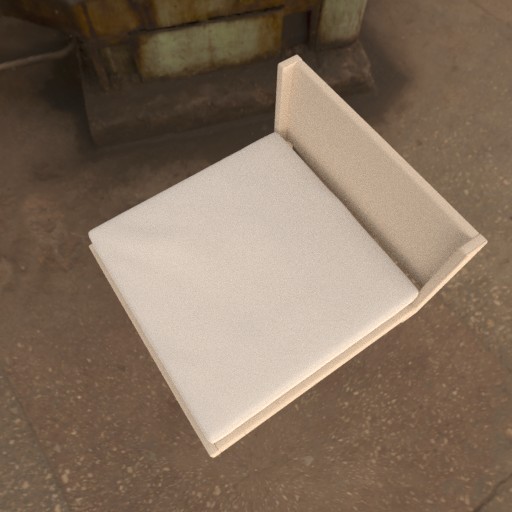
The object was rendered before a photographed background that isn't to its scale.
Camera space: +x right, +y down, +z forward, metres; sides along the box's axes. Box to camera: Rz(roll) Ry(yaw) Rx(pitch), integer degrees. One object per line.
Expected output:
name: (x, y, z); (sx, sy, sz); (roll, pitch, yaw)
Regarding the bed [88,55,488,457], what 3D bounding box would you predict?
bed: (0.000, 0.000, 3.698); (2.293, 1.471, 2.145); (-31, 68, -14)
